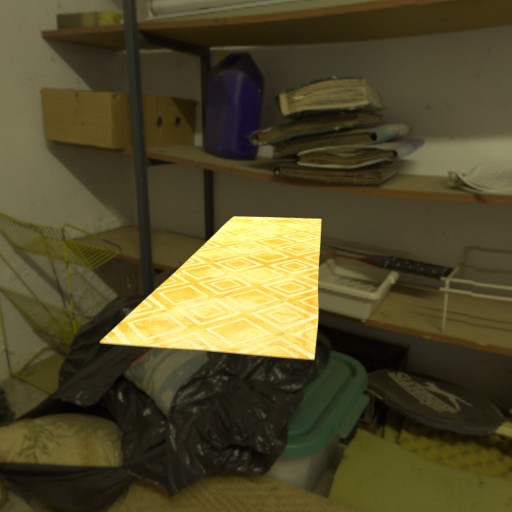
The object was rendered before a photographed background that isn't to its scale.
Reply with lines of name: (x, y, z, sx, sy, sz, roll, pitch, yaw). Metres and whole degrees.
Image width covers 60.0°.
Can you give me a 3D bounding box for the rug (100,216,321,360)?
rug: (0.000, 0.000, 2.686, 0.775, 0.010, 2.438, 2, 16, 8)
